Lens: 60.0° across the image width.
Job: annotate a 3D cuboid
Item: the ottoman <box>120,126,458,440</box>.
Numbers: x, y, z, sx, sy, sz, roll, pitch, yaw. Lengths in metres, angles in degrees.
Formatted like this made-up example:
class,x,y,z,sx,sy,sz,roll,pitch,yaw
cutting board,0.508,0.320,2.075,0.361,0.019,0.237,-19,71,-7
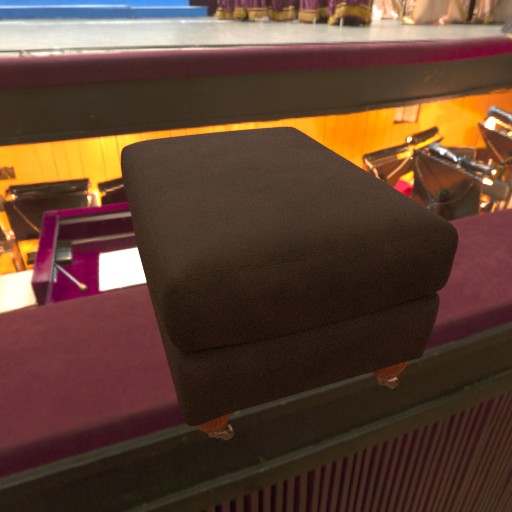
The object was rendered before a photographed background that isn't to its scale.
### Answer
class,x,y,z,sx,sy,sz,roll,pitch,yaw
ottoman,0.000,0.000,1.140,0.574,0.497,0.773,-11,33,-17
